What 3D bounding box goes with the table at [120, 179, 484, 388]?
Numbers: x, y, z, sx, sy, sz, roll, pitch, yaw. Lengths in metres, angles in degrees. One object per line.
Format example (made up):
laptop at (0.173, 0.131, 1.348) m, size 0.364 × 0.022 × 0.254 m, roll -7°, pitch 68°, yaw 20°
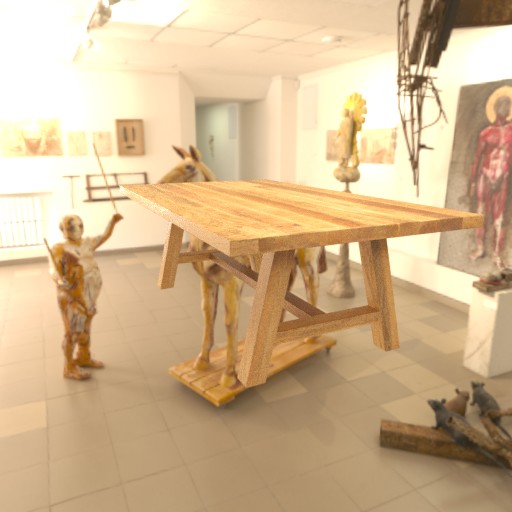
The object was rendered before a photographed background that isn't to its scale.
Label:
table at (0.000, 0.000, 1.693) m, size 0.760 × 0.455 × 1.320 m, roll -7°, pitch 16°, yaw -25°
